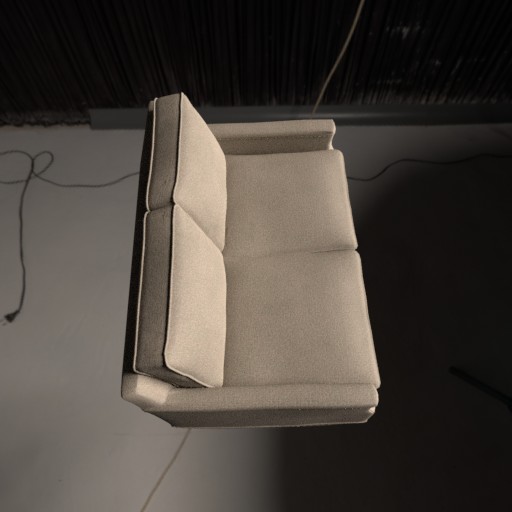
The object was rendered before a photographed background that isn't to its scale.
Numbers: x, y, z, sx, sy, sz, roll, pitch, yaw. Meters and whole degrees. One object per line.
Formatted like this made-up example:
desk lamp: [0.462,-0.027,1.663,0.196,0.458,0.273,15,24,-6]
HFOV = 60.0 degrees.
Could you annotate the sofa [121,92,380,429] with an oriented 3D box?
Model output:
sofa: [0.000,0.000,2.291,1.084,1.003,1.597,-2,63,-1]
